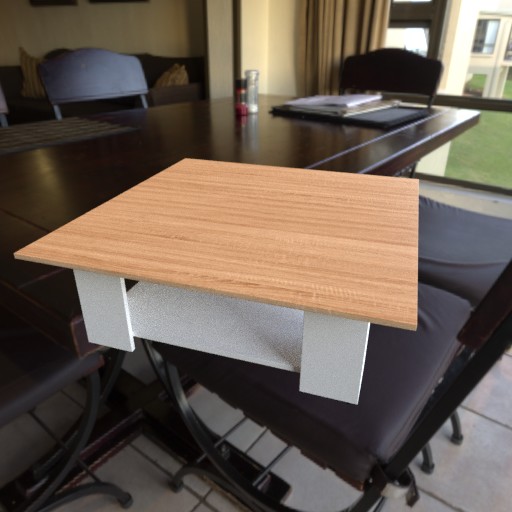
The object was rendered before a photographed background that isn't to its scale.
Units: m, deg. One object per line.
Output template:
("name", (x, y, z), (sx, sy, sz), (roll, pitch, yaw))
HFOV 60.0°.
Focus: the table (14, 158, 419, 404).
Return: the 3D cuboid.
("table", (0.000, 0.000, 1.348), (0.890, 0.305, 0.890), (9, 28, 16))
